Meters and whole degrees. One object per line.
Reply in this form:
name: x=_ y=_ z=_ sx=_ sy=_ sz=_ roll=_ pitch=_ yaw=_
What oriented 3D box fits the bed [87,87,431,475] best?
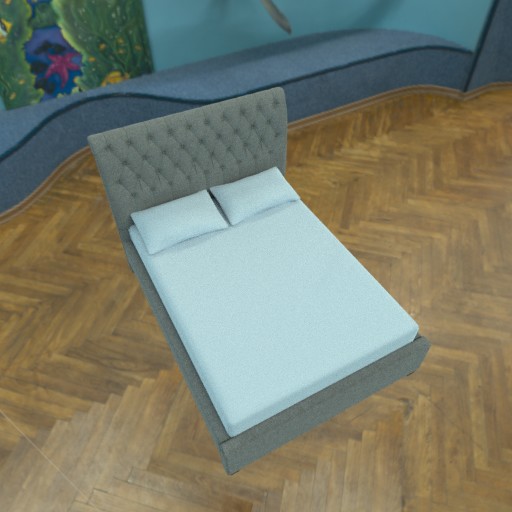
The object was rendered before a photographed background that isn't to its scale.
bed: x=0.000 y=0.000 z=3.353 sx=1.645 sy=1.371 sz=2.252 roll=-22 pitch=51 yaw=-19
